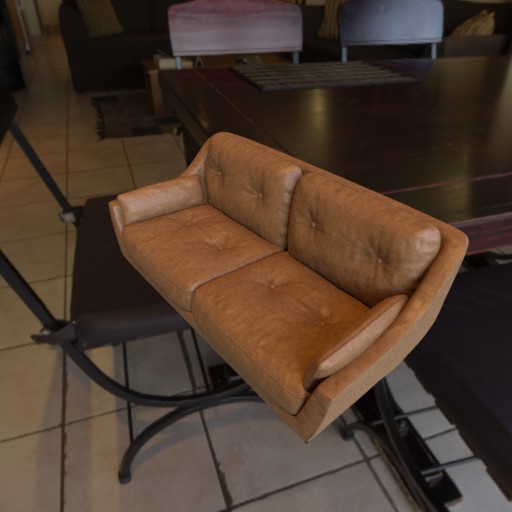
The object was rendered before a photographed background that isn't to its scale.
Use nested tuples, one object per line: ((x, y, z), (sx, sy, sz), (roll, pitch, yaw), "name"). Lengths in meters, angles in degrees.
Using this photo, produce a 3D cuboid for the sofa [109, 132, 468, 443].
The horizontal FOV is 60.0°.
((0.000, 0.000, 2.375), (0.904, 0.839, 1.902), (-23, 40, -31), "sofa")
